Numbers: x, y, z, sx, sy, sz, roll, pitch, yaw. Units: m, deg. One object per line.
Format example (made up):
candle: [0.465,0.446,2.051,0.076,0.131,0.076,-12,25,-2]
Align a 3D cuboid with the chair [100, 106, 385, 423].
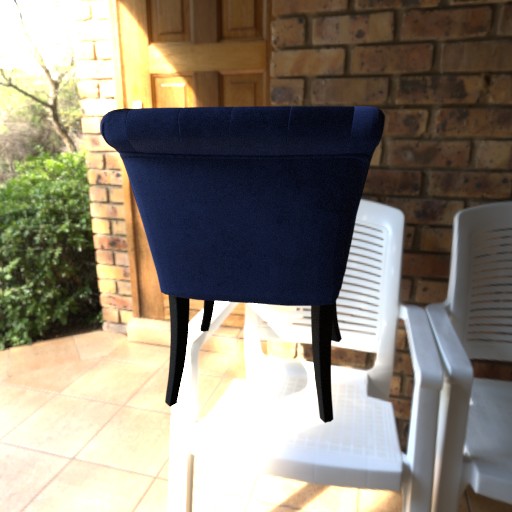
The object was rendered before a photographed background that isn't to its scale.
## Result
chair: [0.000,0.000,1.216,0.585,0.753,0.606,3,16,9]
